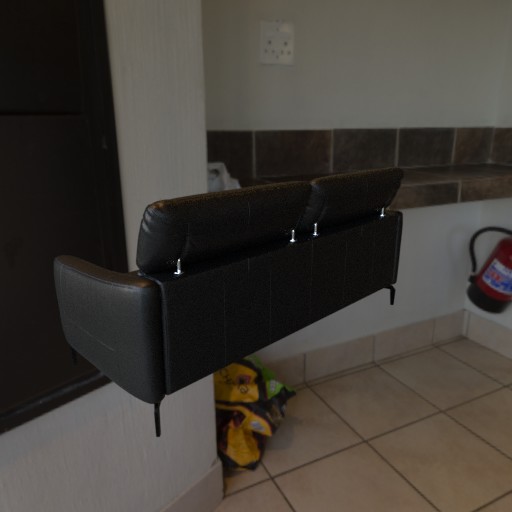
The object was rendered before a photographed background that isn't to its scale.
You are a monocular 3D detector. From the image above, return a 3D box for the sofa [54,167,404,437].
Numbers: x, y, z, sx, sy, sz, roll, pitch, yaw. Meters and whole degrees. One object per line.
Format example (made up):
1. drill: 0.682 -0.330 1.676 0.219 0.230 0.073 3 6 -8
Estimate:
1. sofa: 0.000 0.000 2.583 2.069 0.957 0.856 -16 23 -43
